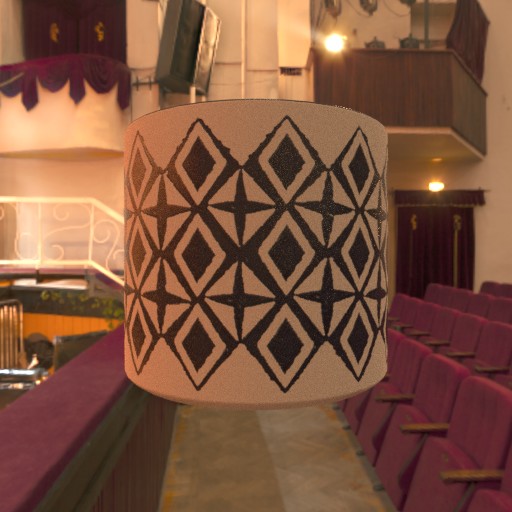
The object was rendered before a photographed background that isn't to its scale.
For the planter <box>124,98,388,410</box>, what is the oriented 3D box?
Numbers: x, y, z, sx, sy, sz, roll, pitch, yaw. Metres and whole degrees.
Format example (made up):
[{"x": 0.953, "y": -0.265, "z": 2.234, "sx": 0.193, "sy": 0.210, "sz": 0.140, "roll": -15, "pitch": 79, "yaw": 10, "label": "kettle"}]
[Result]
[{"x": 0.000, "y": 0.000, "z": 0.279, "sx": 0.159, "sy": 0.144, "sz": 0.159, "roll": 0, "pitch": 1, "yaw": 0, "label": "planter"}]
